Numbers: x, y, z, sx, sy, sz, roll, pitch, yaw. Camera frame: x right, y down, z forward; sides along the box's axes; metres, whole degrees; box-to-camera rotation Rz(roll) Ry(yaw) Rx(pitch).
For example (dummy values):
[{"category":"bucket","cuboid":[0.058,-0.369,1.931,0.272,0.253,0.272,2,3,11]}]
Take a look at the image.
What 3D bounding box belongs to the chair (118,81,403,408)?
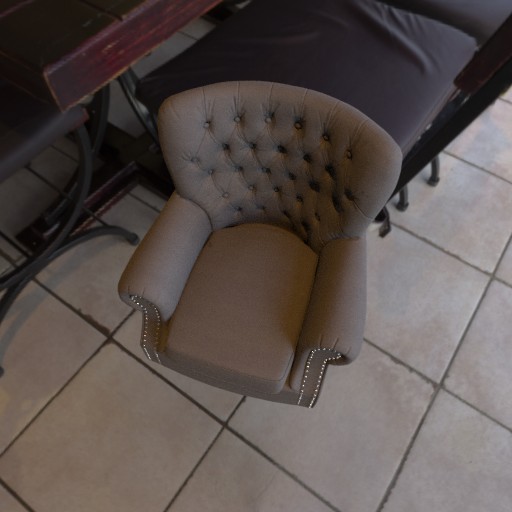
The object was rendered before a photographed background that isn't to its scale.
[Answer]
[{"category":"chair","cuboid":[0.000,0.000,1.868,0.983,1.046,0.983,14,60,8]}]
